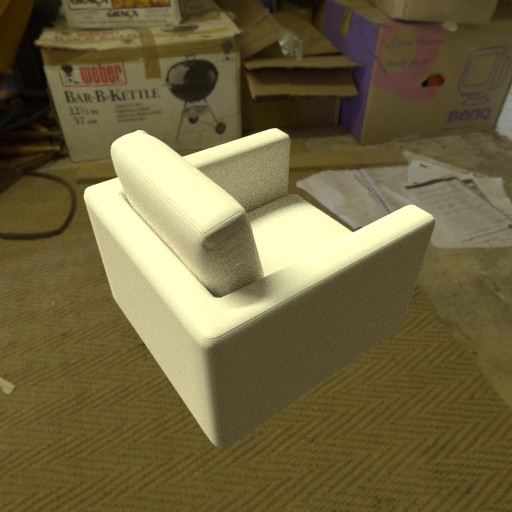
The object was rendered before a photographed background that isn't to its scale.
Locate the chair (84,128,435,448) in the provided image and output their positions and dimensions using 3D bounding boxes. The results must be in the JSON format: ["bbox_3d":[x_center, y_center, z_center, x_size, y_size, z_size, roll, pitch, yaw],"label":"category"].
[{"bbox_3d":[0.000,0.000,1.588,0.879,0.899,0.831,-25,46,-27],"label":"chair"}]
